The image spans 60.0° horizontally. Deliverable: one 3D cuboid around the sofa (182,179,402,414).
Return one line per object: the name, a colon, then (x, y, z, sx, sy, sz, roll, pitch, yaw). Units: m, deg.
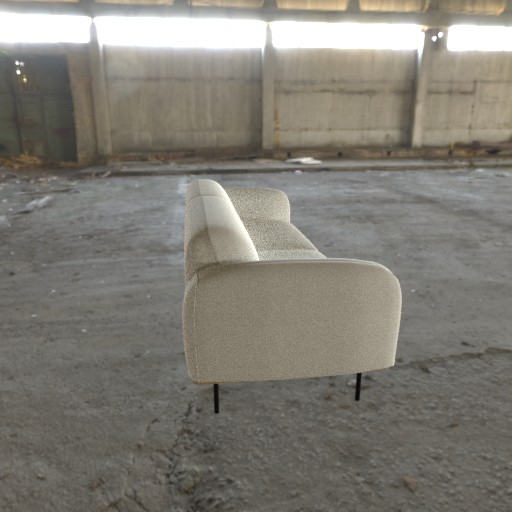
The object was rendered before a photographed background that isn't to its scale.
sofa: (0.000, 0.000, 2.755, 0.870, 0.780, 2.280, -2, 17, -8)
